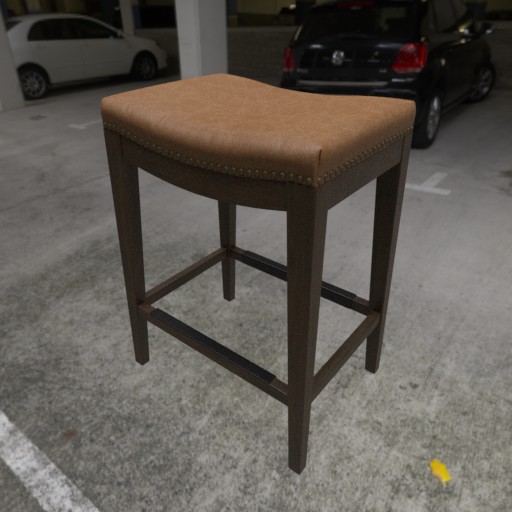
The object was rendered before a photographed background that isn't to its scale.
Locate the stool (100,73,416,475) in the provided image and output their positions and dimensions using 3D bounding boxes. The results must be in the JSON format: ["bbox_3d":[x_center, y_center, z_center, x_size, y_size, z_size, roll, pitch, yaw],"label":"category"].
[{"bbox_3d":[0.000,0.000,0.952,0.500,0.660,0.361,22,38,32],"label":"stool"}]
